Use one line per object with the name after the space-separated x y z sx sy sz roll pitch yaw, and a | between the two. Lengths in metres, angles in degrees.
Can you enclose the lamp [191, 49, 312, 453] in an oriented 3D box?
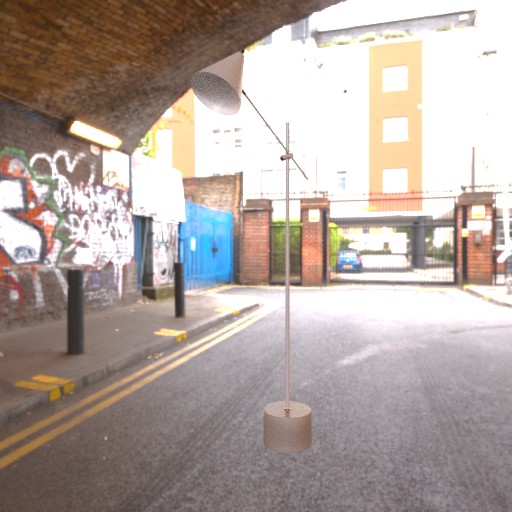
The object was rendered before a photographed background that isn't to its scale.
0.000 0.000 1.587 0.508 1.430 0.223 0 0 -35 | lamp
